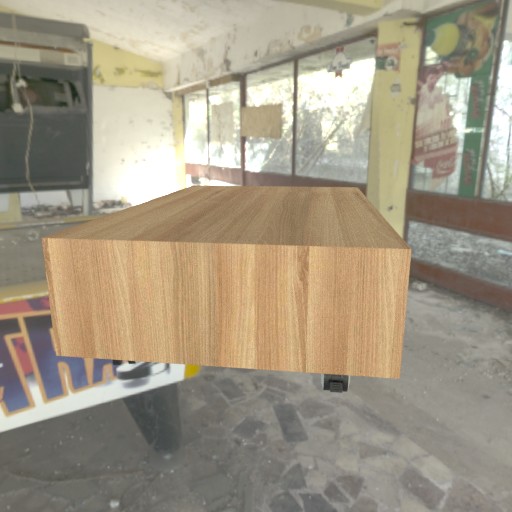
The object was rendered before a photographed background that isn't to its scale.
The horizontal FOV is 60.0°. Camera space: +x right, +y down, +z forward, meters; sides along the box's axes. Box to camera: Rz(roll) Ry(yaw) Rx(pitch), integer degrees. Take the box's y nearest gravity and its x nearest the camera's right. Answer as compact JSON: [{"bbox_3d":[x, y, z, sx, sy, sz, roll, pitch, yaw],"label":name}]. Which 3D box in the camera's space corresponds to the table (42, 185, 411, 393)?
[{"bbox_3d":[0.000,0.000,1.393,0.700,0.330,1.100,2,15,7],"label":"table"}]
